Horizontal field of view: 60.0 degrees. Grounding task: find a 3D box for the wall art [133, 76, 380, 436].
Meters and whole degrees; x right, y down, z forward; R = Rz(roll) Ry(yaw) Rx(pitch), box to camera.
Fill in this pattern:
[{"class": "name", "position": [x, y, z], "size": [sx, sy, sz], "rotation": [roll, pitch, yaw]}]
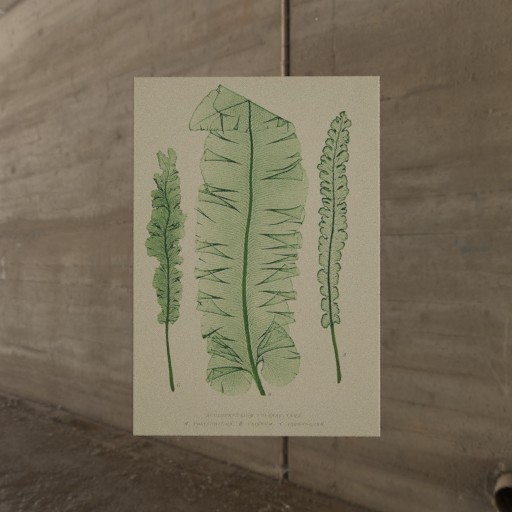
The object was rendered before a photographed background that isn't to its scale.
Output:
[{"class": "wall art", "position": [0.000, 0.000, 0.770], "size": [0.418, 0.608, 0.038], "rotation": [0, 0, 1]}]
